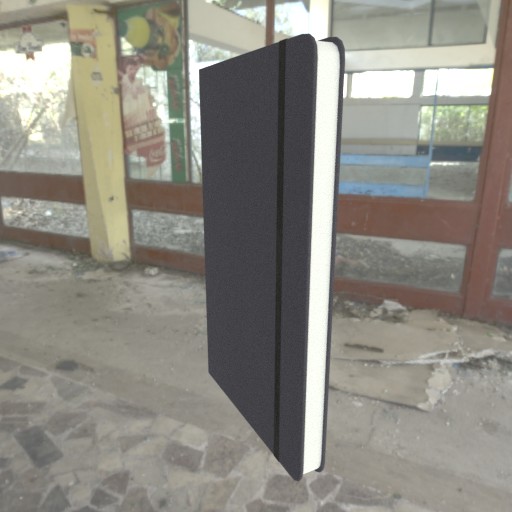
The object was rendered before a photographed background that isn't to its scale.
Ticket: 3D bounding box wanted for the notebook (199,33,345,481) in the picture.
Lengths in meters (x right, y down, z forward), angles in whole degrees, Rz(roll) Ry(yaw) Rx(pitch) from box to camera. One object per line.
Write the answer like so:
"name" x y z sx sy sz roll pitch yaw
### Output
"notebook" 0.000 0.000 0.254 0.016 0.213 0.127 -8 18 -26
